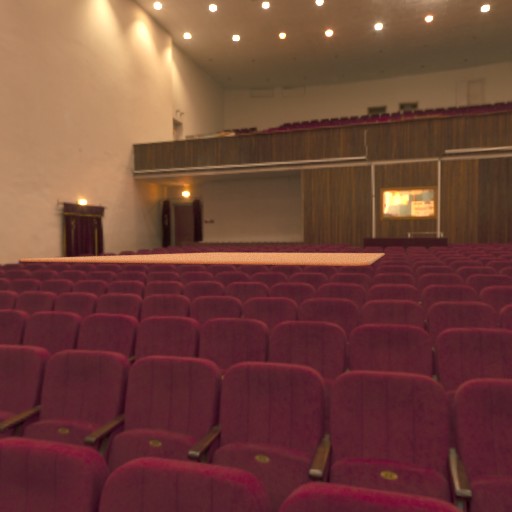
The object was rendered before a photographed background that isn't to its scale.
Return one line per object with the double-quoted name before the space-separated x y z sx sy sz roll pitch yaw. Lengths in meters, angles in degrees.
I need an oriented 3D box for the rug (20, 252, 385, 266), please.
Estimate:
"rug" 0.000 0.000 2.831 1.532 0.017 2.244 0 1 18
